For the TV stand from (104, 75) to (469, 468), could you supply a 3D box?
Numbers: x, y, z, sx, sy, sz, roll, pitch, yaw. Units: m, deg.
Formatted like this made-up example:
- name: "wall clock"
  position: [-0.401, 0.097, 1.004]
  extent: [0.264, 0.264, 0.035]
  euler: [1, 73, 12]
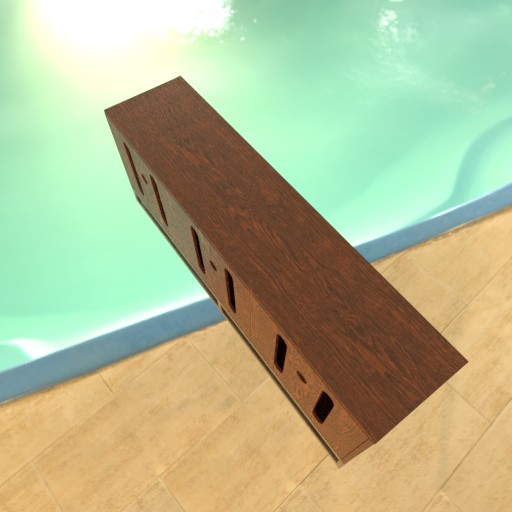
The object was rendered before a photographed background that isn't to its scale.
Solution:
- name: "TV stand"
  position: [0.000, 0.000, 1.751]
  extent: [0.382, 0.578, 1.541]
  euler: [-32, 64, -18]
